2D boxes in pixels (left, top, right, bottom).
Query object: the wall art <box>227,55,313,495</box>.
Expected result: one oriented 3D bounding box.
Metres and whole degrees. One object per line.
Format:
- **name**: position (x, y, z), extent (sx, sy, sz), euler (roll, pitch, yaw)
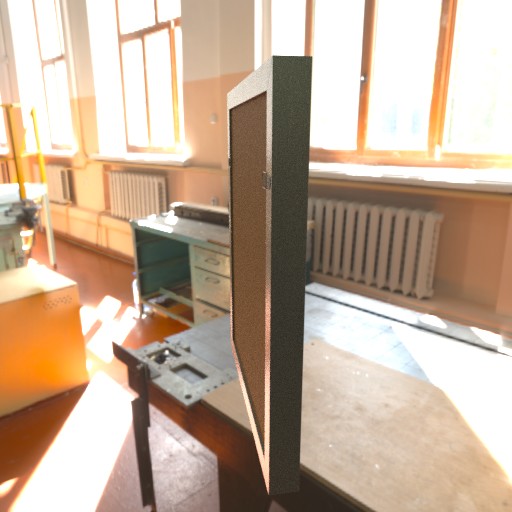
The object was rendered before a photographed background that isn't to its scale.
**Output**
- **wall art**: position (0.000, 0.000, 0.512), extent (0.030, 0.379, 0.308), euler (-3, 15, -9)
